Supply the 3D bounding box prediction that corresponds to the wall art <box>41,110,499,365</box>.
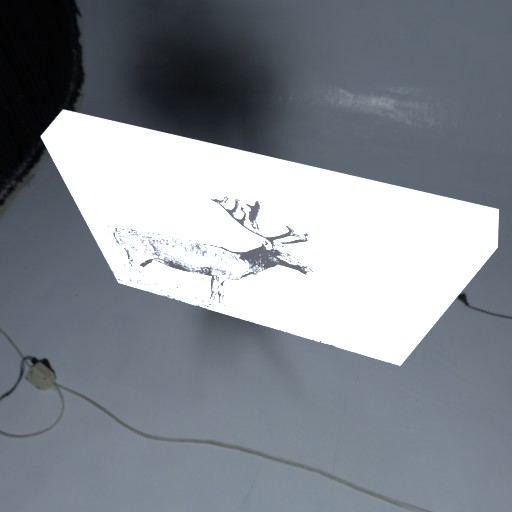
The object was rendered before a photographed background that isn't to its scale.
[{"bbox_3d":[0.000,0.000,0.472,0.381,0.259,0.038,15,59,10],"label":"wall art"}]
